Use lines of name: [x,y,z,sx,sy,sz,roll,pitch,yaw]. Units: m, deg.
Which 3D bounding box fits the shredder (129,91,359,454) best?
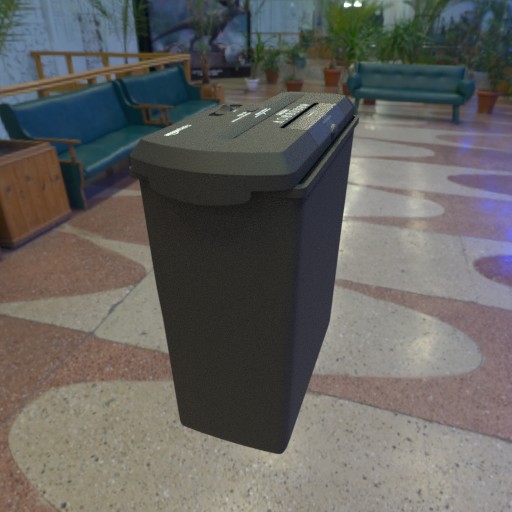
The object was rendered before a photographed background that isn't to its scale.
shredder: [0.000,0.000,0.515,0.170,0.335,0.320,9,30,17]
